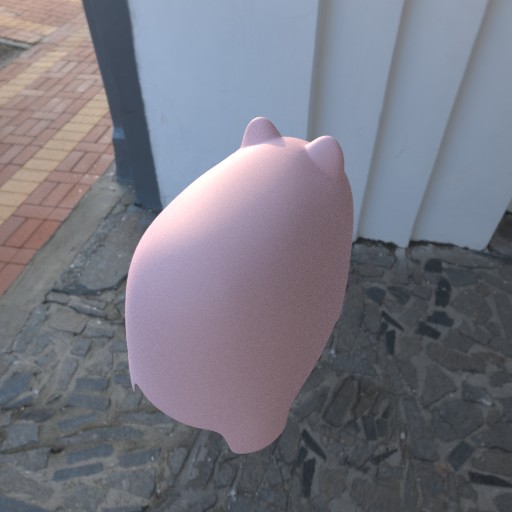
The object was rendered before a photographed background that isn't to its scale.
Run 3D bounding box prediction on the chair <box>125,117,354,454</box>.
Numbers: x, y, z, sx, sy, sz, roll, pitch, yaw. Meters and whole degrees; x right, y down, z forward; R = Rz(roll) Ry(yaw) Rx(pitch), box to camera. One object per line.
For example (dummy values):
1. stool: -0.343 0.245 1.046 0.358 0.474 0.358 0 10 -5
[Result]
1. chair: 0.000 0.000 0.877 0.364 0.423 0.619 23 50 20
